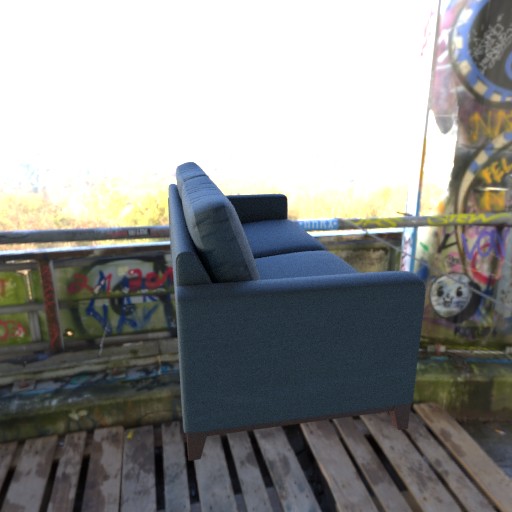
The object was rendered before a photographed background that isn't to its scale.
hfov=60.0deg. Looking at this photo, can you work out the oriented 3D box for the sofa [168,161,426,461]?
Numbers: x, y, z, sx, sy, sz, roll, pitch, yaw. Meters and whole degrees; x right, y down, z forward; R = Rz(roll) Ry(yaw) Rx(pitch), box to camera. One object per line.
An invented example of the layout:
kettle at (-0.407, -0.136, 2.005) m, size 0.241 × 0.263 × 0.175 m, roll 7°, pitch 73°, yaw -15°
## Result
sofa at (0.000, 0.000, 2.352) m, size 0.877 × 0.865 × 1.900 m, roll -3°, pitch 17°, yaw -11°
